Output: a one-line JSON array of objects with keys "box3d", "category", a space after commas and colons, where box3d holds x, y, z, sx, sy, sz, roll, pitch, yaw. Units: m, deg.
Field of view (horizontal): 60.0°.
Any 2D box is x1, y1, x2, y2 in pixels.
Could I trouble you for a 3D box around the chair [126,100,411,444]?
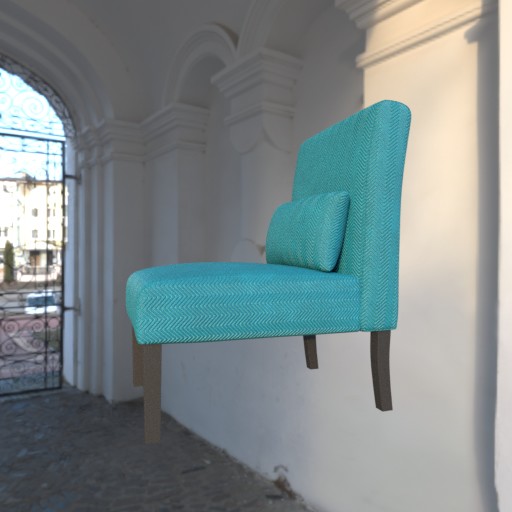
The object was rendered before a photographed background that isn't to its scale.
[{"box3d": [0.000, 0.000, 1.466, 0.808, 0.927, 0.579, 0, 1, -19], "category": "chair"}]
